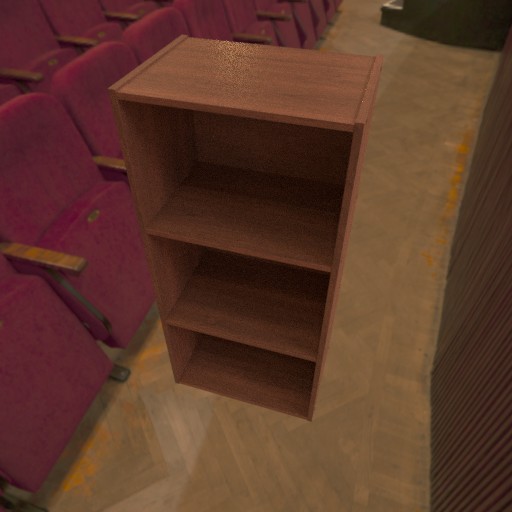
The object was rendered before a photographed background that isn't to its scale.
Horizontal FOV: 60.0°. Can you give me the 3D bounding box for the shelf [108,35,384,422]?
[{"bbox_3d":[0.000,0.000,1.069,0.414,0.879,0.290,12,44,13],"label":"shelf"}]
